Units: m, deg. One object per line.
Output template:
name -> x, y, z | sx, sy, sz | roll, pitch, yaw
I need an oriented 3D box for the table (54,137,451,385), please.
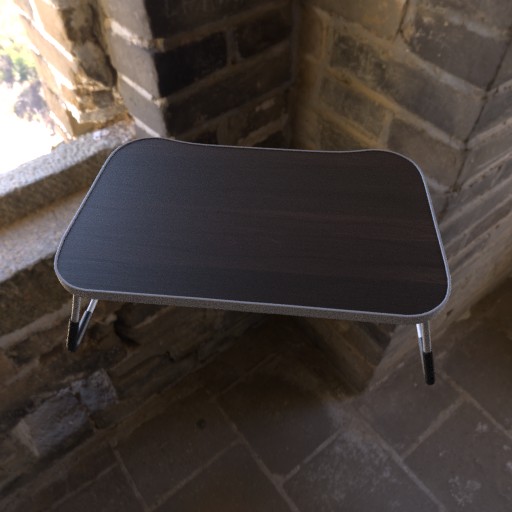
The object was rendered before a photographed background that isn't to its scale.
table -> 0.000, 0.000, 0.830 | 0.660, 0.232, 0.400 | 4, 47, 4
